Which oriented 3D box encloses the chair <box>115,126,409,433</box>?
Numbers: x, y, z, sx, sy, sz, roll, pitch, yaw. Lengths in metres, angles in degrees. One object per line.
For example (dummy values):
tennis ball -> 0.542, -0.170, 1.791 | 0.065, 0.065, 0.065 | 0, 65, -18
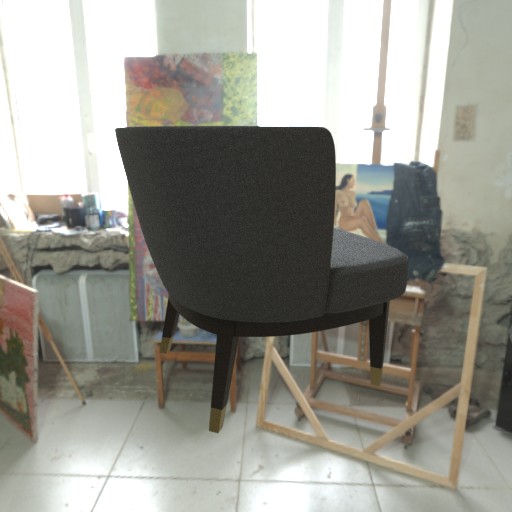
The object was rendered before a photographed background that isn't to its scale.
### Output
chair -> 0.000, 0.000, 1.247 | 0.698, 0.695, 0.639 | -8, 17, -26
